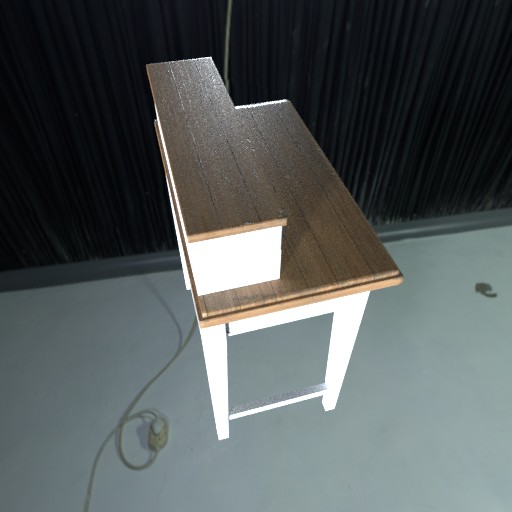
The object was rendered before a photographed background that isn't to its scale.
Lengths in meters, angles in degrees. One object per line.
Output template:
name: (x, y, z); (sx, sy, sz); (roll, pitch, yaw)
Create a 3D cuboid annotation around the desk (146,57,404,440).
desk: (0.000, 0.000, 1.424); (0.462, 0.981, 0.814); (-11, 48, -10)
